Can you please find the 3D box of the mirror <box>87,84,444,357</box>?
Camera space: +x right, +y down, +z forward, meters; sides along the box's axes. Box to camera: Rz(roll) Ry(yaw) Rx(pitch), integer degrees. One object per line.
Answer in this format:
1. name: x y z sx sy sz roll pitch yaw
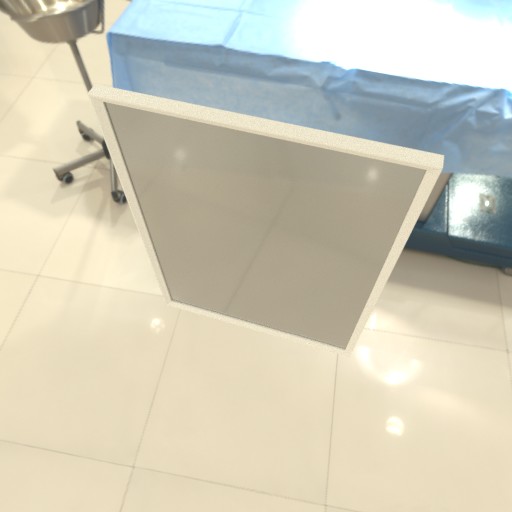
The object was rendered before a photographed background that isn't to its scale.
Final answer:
1. mirror: 0.000 0.000 1.346 0.762 1.016 0.041 14 58 9
